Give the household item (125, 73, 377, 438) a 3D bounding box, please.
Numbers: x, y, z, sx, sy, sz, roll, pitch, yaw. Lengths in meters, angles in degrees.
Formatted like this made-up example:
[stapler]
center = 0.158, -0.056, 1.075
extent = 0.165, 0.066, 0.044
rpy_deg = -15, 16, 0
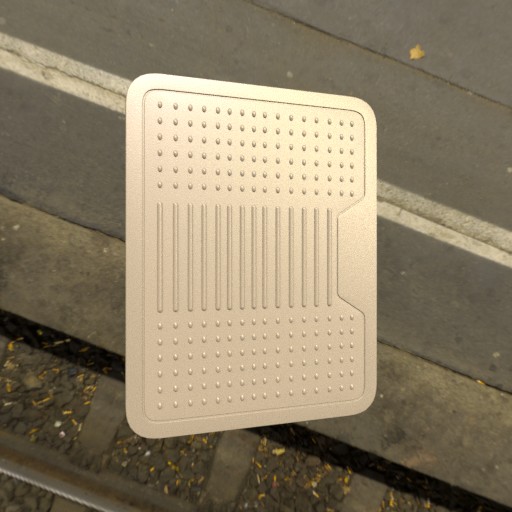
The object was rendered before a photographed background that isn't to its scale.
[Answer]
[household item]
center = 0.000, 0.000, 0.525
extent = 0.301, 0.126, 0.390
rpy_deg = 0, 90, 0
